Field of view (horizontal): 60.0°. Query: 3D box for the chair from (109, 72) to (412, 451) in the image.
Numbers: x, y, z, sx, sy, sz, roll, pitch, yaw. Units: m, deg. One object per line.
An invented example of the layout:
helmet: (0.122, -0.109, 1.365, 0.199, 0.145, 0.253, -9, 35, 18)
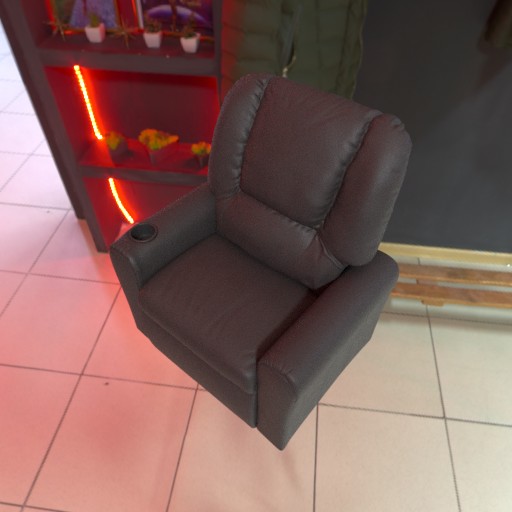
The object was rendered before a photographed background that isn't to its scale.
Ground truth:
chair: (0.000, 0.000, 1.111, 0.610, 0.709, 0.521, 31, 54, 26)
